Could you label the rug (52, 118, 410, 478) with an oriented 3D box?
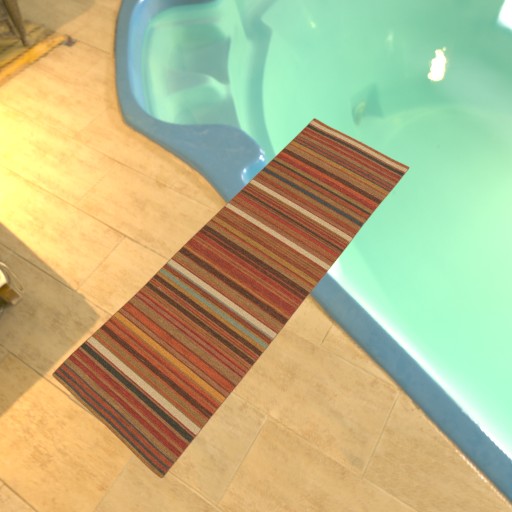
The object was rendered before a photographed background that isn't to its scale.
[{"bbox_3d":[0.000,0.000,2.669,0.799,0.030,2.444,33,64,19],"label":"rug"}]
